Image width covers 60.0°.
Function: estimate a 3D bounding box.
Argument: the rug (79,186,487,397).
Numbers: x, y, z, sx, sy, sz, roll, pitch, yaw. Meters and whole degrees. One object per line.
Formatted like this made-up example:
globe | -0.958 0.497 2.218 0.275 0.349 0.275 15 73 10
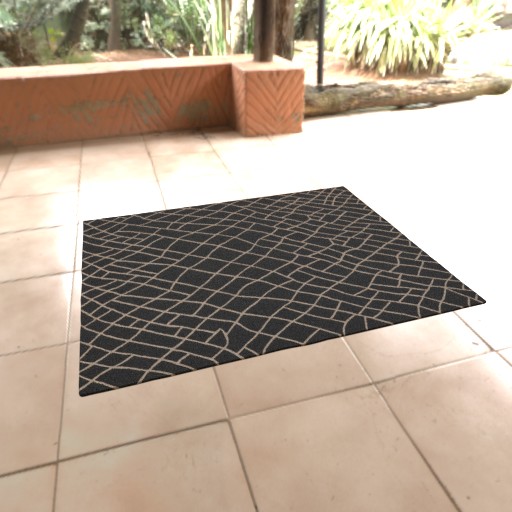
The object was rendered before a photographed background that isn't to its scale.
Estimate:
rug | 0.000 0.000 4.067 3.047 0.022 2.439 -10 33 -15
